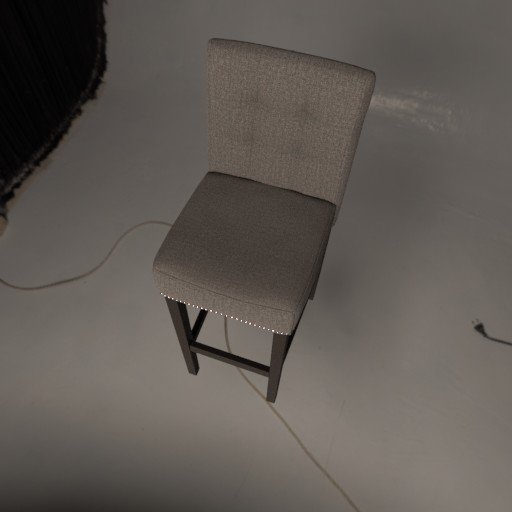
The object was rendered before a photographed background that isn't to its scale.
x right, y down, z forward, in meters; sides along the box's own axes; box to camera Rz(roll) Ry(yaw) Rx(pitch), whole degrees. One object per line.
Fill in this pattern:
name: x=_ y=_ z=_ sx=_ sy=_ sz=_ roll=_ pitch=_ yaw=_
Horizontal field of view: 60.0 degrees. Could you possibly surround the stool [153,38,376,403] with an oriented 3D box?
stool: x=0.000 y=0.000 z=1.343 sx=0.411 sy=1.047 sz=0.548 roll=17 pitch=60 yaw=10
